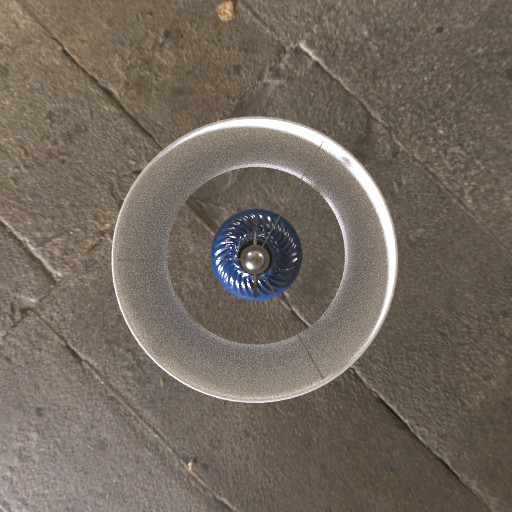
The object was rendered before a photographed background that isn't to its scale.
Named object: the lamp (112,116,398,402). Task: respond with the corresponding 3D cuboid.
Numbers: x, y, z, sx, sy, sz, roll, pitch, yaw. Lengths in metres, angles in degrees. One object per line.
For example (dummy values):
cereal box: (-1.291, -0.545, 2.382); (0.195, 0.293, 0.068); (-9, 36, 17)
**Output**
lamp: (0.000, 0.000, 0.492); (0.203, 0.368, 0.203); (0, 91, 0)
